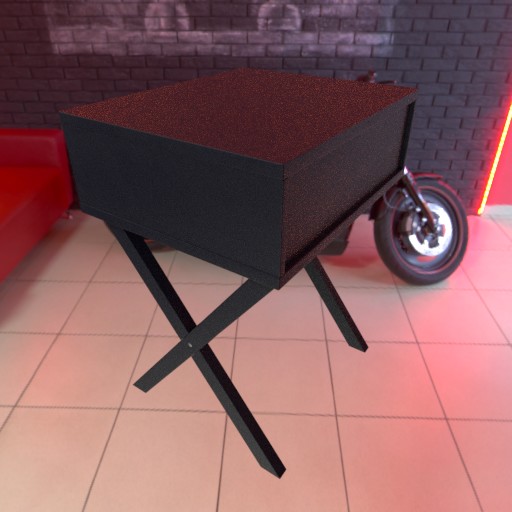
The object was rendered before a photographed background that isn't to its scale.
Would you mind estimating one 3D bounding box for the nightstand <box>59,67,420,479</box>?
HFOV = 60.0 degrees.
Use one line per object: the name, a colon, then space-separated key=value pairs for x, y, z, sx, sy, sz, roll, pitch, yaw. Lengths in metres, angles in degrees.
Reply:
nightstand: x=0.000 y=0.000 z=0.909 sx=0.402 sy=0.623 sz=0.479 roll=20 pitch=37 yaw=29
